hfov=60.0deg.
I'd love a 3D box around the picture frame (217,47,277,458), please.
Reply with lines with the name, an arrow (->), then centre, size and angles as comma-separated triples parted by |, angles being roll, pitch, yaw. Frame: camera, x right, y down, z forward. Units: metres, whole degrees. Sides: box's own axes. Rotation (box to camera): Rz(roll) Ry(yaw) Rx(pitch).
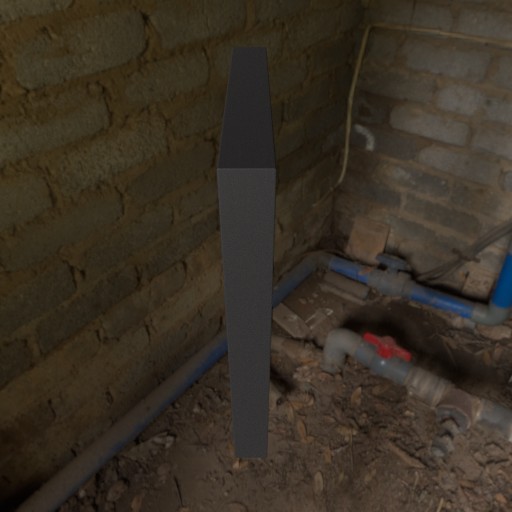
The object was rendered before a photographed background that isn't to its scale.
picture frame -> 0.000, 0.000, 0.281 | 0.028, 0.208, 0.157 | 0, 39, 0
